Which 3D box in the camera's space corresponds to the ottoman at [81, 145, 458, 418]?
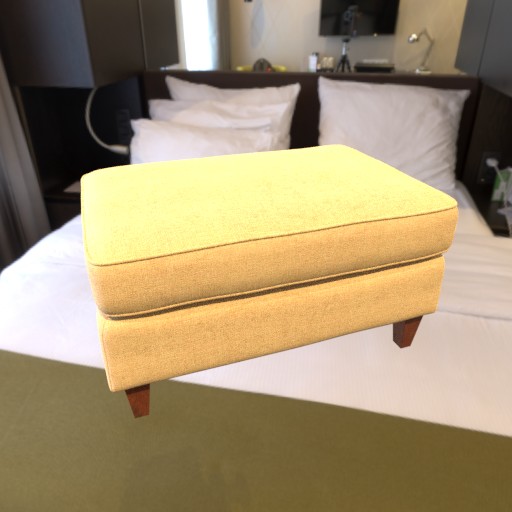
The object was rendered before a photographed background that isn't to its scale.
[{"bbox_3d":[0.000,0.000,1.244,0.862,0.484,0.583,-10,30,-17],"label":"ottoman"}]
